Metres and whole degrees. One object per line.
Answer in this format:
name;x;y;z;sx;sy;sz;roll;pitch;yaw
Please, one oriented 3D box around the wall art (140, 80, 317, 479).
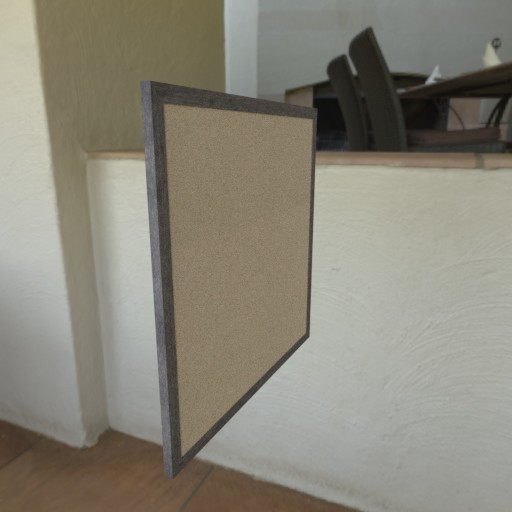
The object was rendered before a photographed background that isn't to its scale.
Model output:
wall art;0.000;0.000;0.682;0.013;0.457;0.457;8;17;27
